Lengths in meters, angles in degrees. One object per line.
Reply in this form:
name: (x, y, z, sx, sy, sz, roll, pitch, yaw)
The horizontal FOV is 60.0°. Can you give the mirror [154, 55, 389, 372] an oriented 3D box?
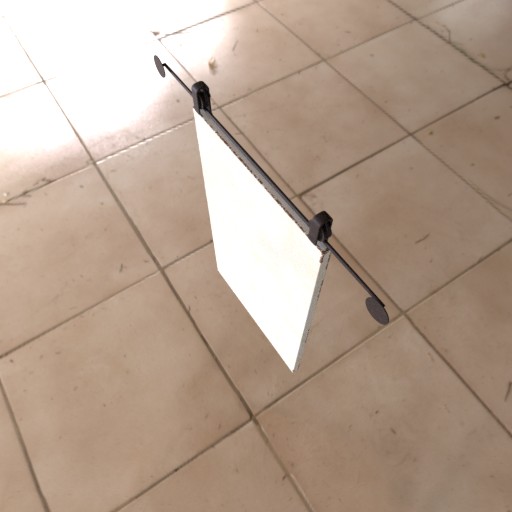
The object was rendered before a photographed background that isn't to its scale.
mirror: (0.000, 0.000, 1.208, 0.037, 0.844, 0.808, -30, 64, -17)
